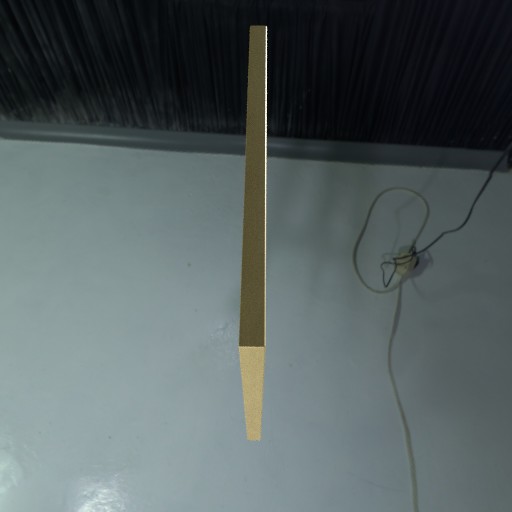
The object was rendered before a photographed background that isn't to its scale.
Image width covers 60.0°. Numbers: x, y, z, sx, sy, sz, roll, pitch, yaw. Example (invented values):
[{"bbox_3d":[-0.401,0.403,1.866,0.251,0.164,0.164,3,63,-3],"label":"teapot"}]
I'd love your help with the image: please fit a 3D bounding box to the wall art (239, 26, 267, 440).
[{"bbox_3d":[0.000,0.000,1.135,0.037,0.763,0.763,1,58,0],"label":"wall art"}]
